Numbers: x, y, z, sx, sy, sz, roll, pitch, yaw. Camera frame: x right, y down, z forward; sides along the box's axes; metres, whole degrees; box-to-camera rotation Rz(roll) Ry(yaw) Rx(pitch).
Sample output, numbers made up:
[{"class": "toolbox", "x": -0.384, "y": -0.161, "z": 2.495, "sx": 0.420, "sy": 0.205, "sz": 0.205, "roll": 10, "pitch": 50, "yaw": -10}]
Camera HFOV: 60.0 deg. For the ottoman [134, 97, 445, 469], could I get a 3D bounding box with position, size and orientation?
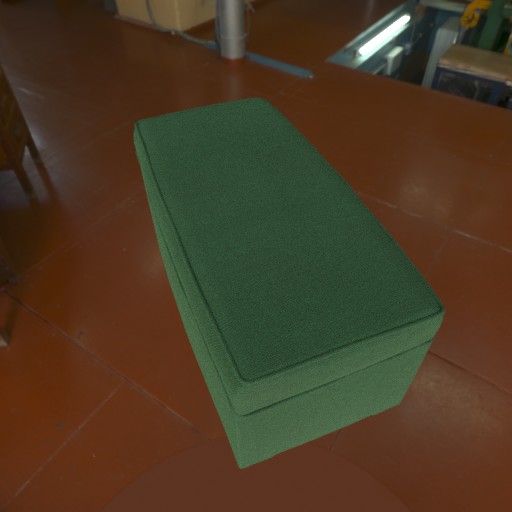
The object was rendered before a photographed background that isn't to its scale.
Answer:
[{"class": "ottoman", "x": 0.000, "y": 0.000, "z": 1.236, "sx": 0.483, "sy": 0.471, "sz": 0.957, "roll": -16, "pitch": 48, "yaw": -15}]
